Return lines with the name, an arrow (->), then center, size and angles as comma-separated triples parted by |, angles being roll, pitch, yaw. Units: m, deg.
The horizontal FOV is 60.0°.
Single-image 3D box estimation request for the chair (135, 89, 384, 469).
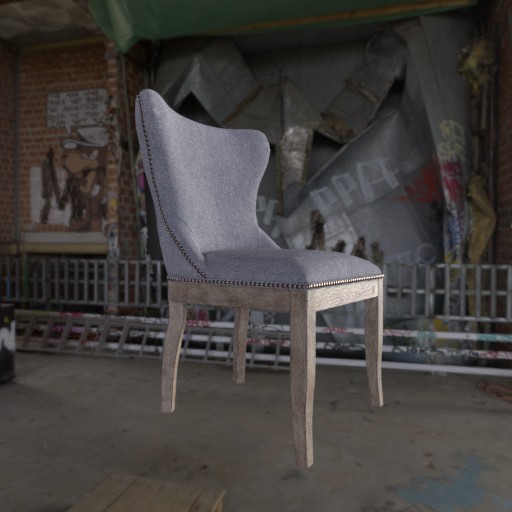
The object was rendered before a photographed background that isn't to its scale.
chair -> 0.000, 0.000, 1.458 | 0.681, 1.002, 0.654 | 1, 1, 35
